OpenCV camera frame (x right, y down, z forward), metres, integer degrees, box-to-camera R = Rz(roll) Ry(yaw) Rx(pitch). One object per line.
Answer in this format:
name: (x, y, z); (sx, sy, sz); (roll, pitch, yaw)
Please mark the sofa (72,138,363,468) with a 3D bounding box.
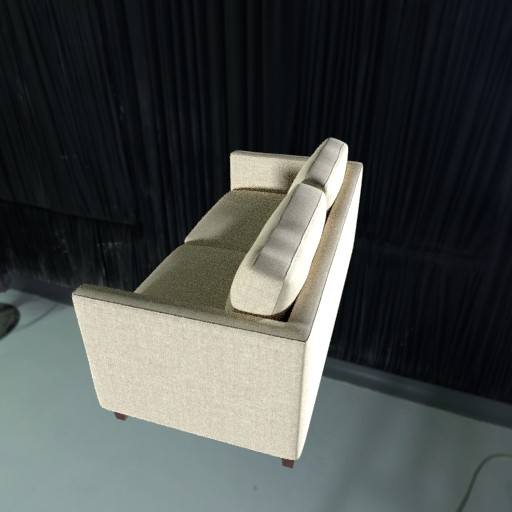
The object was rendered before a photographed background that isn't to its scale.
sofa: (0.000, 0.000, 2.460); (0.950, 0.963, 1.884); (9, 32, 15)
